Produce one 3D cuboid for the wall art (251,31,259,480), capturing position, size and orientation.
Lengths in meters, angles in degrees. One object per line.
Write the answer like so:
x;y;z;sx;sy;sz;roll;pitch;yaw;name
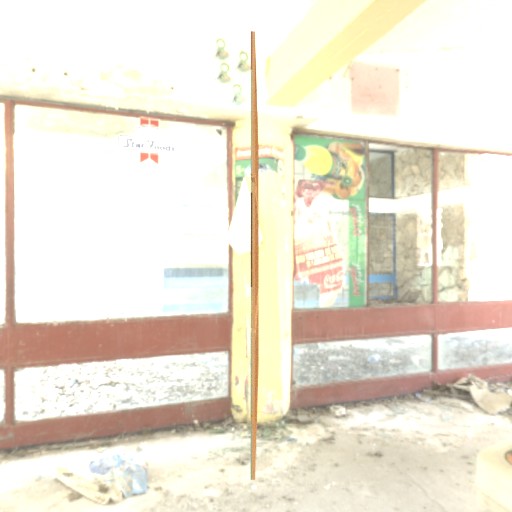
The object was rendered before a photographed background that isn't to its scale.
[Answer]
0.000;0.000;1.812;0.013;1.220;1.216;0;0;1;wall art
